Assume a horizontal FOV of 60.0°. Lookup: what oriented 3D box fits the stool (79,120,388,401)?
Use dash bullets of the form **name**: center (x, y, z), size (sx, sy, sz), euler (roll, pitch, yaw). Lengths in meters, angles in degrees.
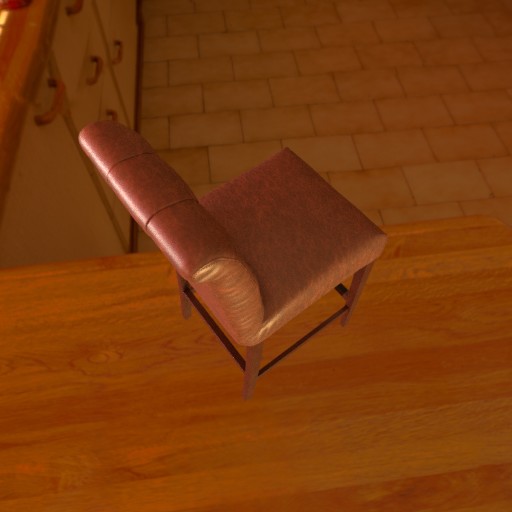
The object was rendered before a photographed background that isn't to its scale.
- **stool**: center (0.000, 0.000, 1.412), size (0.660, 1.084, 0.486), euler (-33, 63, -19)
